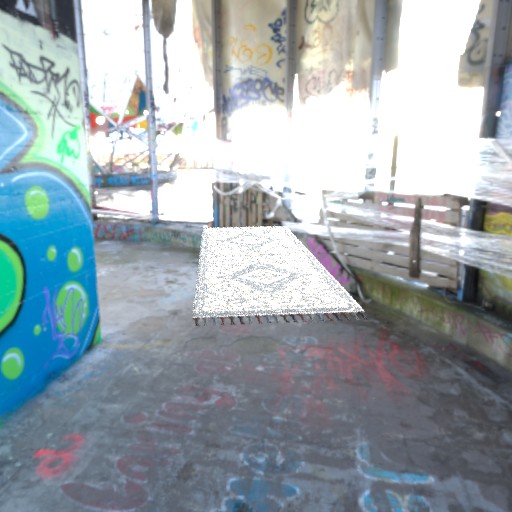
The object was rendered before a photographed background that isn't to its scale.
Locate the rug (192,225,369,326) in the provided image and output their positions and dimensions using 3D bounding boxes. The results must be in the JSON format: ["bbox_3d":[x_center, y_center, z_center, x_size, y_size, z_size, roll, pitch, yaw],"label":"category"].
[{"bbox_3d":[0.000,0.000,2.903,1.324,0.018,2.378,3,14,10],"label":"rug"}]
